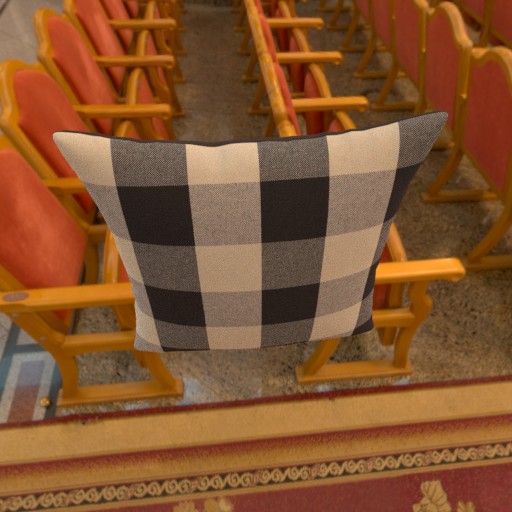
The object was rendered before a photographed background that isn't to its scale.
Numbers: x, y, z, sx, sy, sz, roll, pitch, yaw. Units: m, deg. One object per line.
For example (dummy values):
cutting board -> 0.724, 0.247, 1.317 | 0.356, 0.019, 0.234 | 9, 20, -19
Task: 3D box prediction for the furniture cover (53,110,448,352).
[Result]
furniture cover -> 0.000, 0.000, 0.754 | 0.511, 0.509, 0.161 | -4, 48, -4
